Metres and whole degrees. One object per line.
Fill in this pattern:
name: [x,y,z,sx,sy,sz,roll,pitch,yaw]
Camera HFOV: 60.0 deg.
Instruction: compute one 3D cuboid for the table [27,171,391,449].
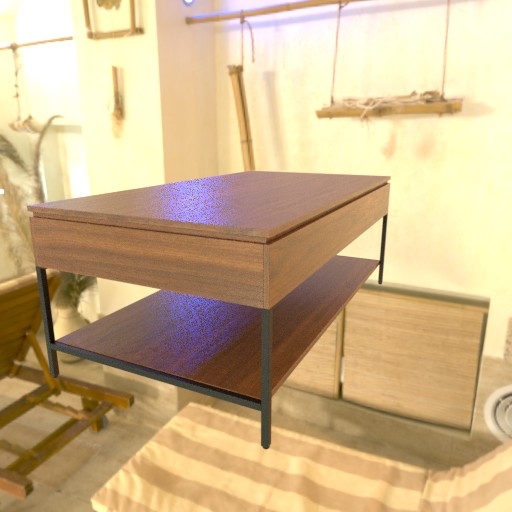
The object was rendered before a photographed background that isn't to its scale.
table: [0.000,0.000,1.339,0.574,0.414,1.057,7,17,25]
